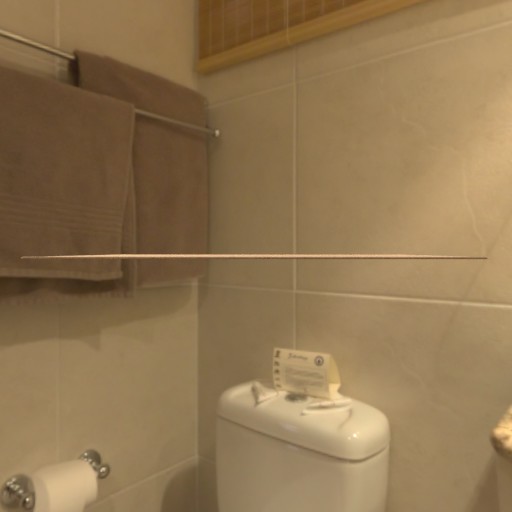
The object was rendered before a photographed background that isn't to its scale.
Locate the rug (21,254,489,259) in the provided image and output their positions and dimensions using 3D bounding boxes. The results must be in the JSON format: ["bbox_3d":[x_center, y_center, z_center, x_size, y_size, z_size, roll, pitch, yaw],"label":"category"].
[{"bbox_3d":[0.000,0.000,2.349,1.839,0.009,1.236,0,1,2],"label":"rug"}]
